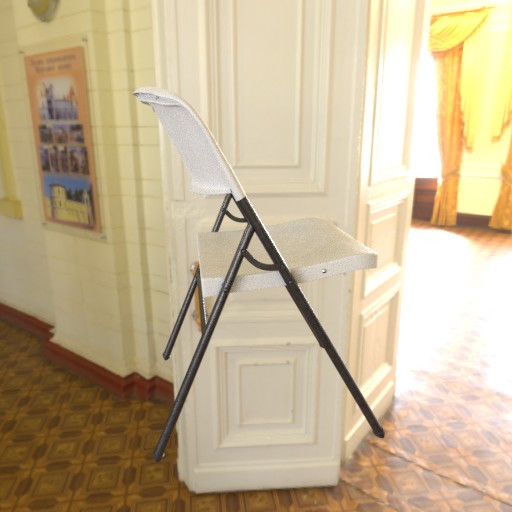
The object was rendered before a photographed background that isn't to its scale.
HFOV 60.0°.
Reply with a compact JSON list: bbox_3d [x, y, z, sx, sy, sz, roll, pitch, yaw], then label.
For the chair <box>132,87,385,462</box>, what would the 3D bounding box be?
[{"bbox_3d":[0.000,0.000,1.159,0.566,0.810,0.494,-2,16,-8],"label":"chair"}]
